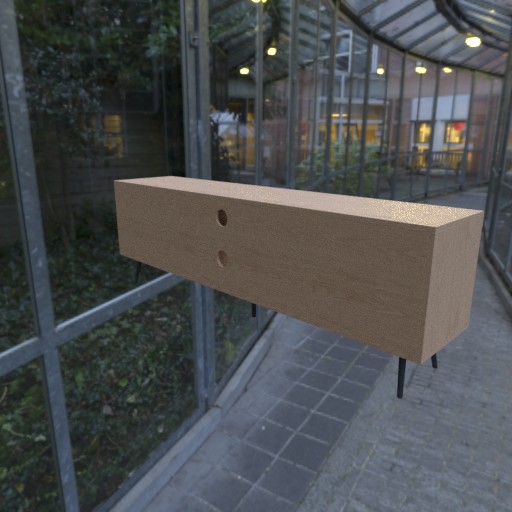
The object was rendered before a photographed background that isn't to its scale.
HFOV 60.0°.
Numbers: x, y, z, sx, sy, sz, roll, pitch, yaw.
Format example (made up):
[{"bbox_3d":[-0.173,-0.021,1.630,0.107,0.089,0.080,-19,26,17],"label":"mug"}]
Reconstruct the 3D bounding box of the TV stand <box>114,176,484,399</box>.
[{"bbox_3d":[0.000,0.000,2.004,1.760,0.580,0.400,15,21,43],"label":"TV stand"}]
